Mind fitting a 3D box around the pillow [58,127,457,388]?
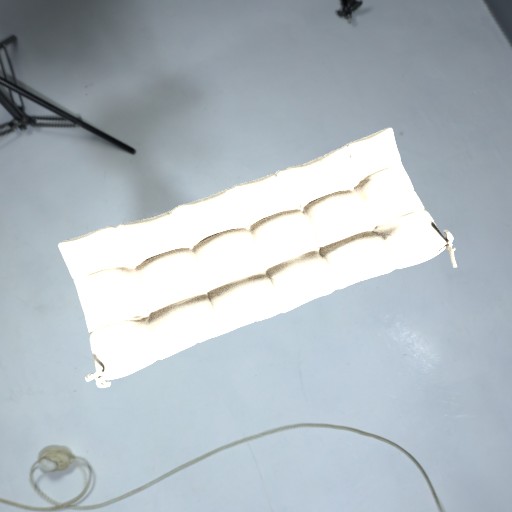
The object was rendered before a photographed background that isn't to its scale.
[{"bbox_3d":[0.000,0.000,1.366,1.194,0.174,0.511,-20,76,-5],"label":"pillow"}]
